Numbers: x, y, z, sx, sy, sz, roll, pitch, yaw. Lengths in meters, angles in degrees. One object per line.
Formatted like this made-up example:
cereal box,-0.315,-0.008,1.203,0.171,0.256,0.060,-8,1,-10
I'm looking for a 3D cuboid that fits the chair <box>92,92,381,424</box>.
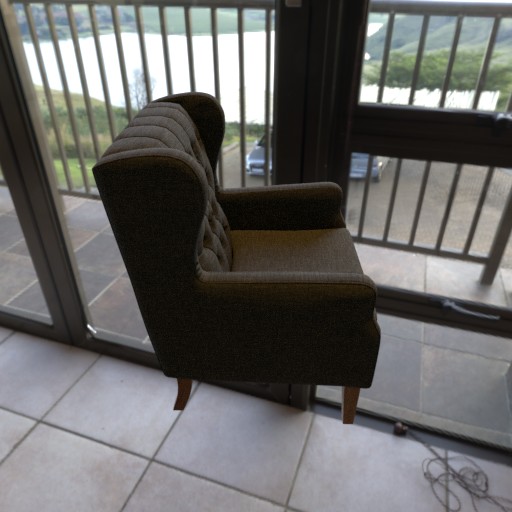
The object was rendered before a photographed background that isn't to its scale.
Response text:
chair,0.000,0.000,1.524,0.775,0.953,0.711,0,33,1
